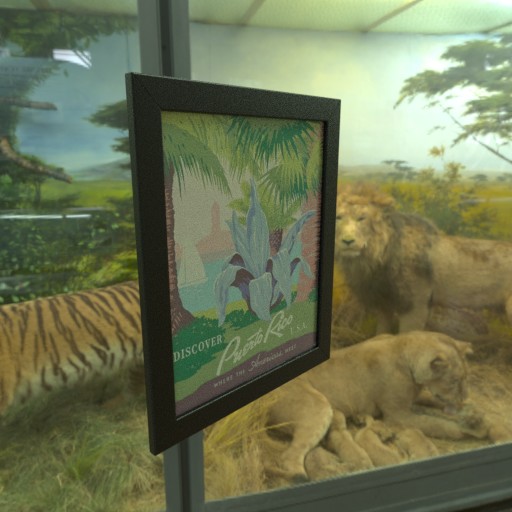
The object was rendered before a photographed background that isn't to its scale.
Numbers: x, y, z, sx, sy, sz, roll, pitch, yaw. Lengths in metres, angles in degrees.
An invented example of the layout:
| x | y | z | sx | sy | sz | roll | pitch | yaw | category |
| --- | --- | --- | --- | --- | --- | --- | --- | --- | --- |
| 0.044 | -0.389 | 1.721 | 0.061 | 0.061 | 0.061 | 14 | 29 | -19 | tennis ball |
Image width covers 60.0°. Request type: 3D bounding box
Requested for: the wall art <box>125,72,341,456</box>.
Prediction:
| x | y | z | sx | sy | sz | roll | pitch | yaw | category |
| --- | --- | --- | --- | --- | --- | --- | --- | --- | --- |
| 0.000 | 0.000 | 0.819 | 0.018 | 0.582 | 0.481 | 13 | 19 | 43 | wall art |
